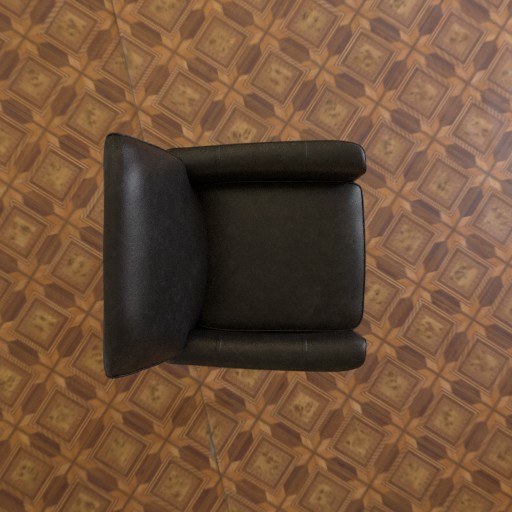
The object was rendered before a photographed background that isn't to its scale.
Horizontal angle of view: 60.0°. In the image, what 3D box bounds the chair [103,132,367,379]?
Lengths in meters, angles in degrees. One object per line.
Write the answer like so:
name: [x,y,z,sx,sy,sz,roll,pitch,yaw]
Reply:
chair: [0.000,0.000,1.678,0.864,1.014,0.848,0,90,-1]
